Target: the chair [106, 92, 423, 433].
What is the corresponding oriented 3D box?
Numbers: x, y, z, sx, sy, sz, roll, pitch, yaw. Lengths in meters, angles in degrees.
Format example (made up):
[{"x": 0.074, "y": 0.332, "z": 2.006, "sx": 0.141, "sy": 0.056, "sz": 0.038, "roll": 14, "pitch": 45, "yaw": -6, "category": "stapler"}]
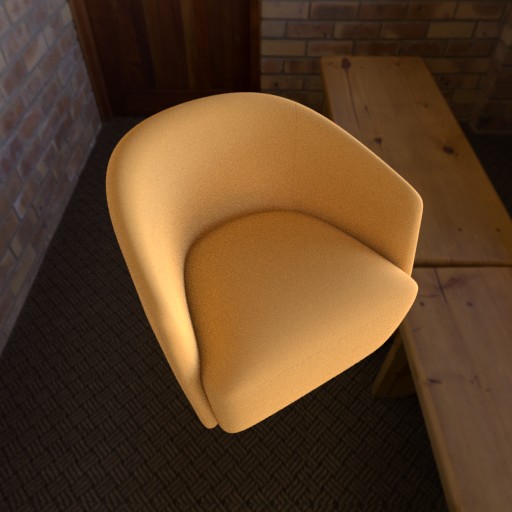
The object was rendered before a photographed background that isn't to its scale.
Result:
[{"x": 0.000, "y": 0.000, "z": 1.347, "sx": 0.773, "sy": 0.698, "sz": 0.767, "roll": -24, "pitch": 51, "yaw": -21, "category": "chair"}]
